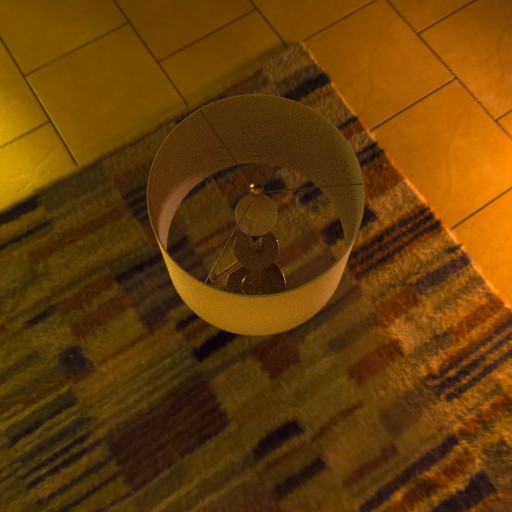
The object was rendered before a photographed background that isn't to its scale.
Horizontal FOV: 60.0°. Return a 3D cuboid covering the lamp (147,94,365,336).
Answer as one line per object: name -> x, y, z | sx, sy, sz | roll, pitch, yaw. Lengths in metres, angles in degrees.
lamp -> 0.000, 0.000, 0.899 | 0.333, 0.696, 0.333 | 0, 75, 0
